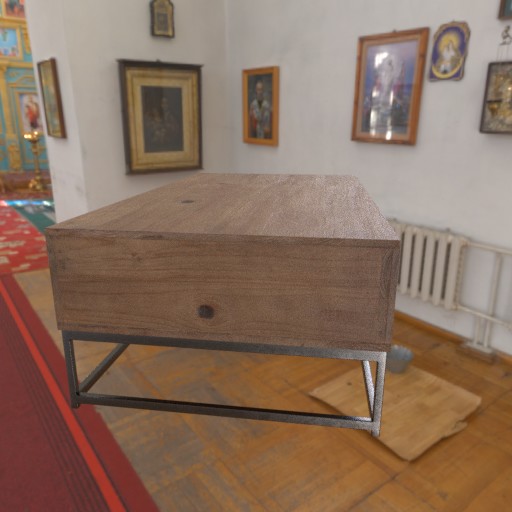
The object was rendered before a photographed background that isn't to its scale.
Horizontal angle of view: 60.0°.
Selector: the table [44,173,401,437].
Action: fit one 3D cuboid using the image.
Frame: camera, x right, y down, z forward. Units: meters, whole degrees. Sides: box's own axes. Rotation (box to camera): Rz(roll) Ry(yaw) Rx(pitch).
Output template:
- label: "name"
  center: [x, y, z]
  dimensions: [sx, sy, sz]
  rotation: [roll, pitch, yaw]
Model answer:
- label: "table"
  center: [0.000, 0.000, 1.367]
  dimensions: [0.655, 0.395, 1.101]
  rotation: [2, 16, 8]
